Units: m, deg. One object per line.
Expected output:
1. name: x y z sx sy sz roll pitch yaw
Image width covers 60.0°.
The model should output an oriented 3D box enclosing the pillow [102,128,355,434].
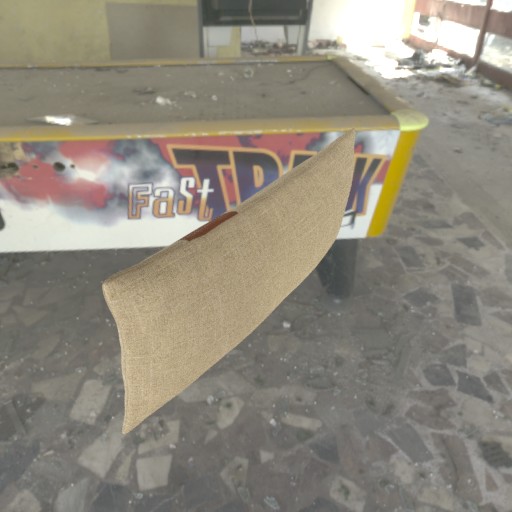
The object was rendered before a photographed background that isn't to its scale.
1. pillow: 0.000 0.000 0.737 0.155 0.282 0.612 20 38 28
